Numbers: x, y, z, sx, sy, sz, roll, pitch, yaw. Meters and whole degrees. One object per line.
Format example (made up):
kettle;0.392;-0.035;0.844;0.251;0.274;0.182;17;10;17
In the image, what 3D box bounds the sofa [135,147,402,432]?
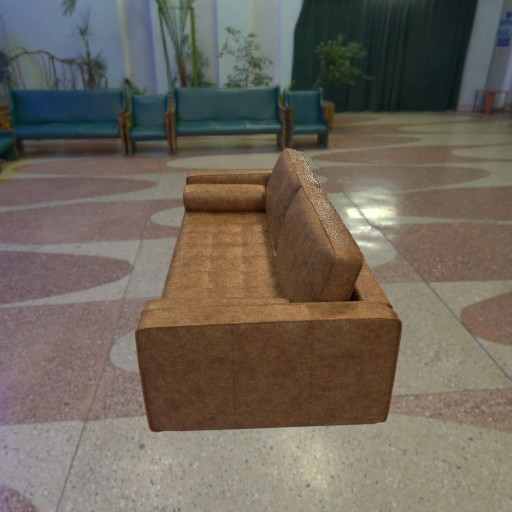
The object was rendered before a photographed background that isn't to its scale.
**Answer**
sofa;0.000;0.000;2.403;0.924;0.825;1.920;-1;26;-2
